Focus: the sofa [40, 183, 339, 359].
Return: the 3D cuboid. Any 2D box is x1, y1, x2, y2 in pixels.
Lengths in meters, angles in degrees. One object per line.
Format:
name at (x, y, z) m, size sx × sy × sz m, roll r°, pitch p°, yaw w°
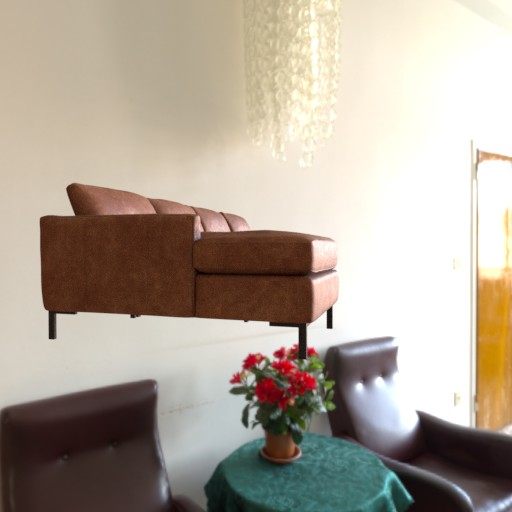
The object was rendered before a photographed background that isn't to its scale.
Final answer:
sofa at (0.000, 0.000, 3.535) m, size 1.471 × 0.859 × 2.993 m, roll 0°, pitch 1°, yaw 18°
